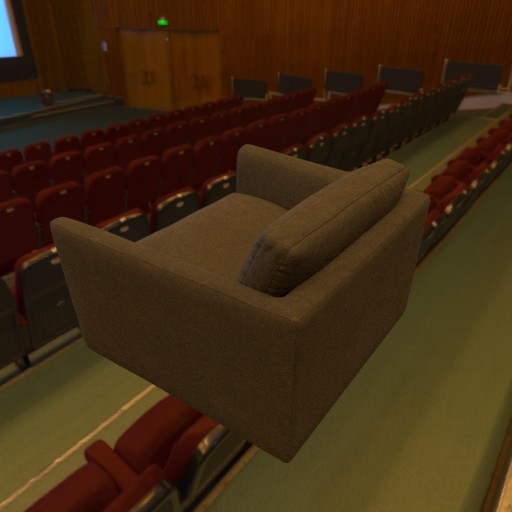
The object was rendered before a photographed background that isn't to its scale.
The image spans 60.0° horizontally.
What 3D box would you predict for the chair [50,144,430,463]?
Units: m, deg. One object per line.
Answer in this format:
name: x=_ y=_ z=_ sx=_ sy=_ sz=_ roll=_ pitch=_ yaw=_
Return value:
chair: x=0.000 y=0.000 z=1.905 sx=1.091 sy=0.845 sz=1.190 roll=22 pitch=38 yaw=31
